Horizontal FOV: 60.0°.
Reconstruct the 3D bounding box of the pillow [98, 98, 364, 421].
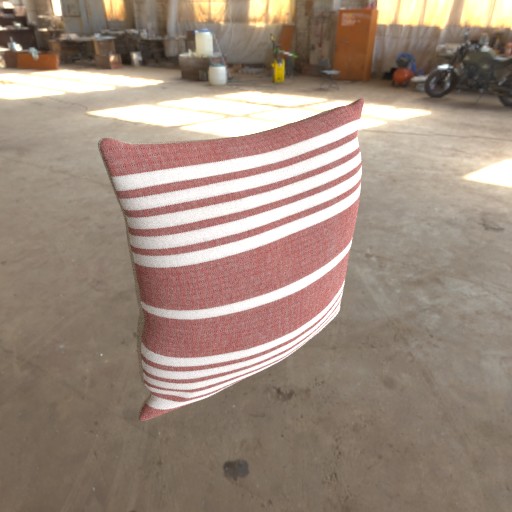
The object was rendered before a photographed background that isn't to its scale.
[{"bbox_3d":[0.000,0.000,0.678,0.439,0.427,0.182,-22,36,-33],"label":"pillow"}]
